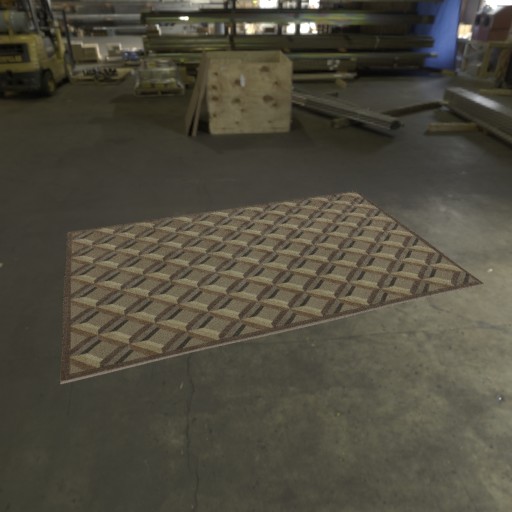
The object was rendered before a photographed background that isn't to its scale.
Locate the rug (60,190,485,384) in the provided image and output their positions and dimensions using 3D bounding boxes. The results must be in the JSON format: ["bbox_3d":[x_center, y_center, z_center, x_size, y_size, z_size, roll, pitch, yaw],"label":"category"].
[{"bbox_3d":[0.000,0.000,2.060,1.677,0.011,1.066,-10,33,-16],"label":"rug"}]
